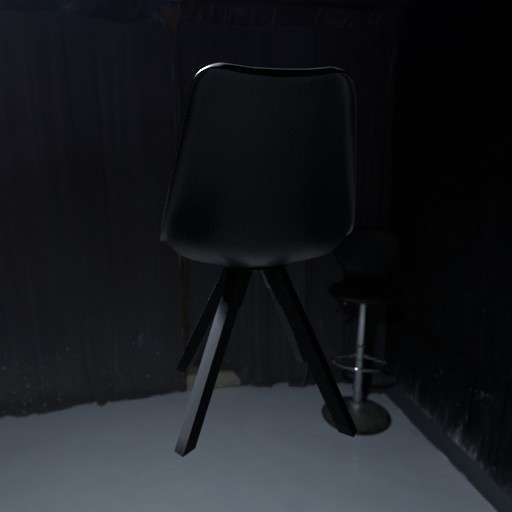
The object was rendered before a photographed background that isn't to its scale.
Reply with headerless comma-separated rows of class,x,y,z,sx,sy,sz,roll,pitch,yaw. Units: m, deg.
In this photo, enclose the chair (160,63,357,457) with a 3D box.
chair,0.000,0.000,1.164,0.485,0.850,0.530,-2,13,-10
